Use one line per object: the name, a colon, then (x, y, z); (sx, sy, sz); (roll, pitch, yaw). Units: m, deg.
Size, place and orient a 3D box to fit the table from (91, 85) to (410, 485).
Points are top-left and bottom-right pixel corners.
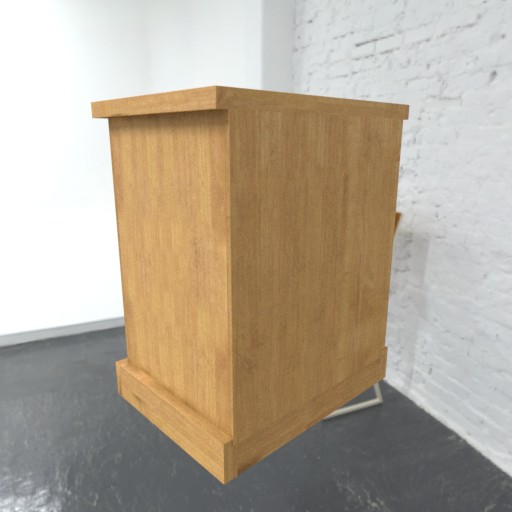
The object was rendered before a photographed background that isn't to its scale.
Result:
table: (0.000, 0.000, 1.247); (0.660, 0.813, 0.500); (-14, 20, -42)
